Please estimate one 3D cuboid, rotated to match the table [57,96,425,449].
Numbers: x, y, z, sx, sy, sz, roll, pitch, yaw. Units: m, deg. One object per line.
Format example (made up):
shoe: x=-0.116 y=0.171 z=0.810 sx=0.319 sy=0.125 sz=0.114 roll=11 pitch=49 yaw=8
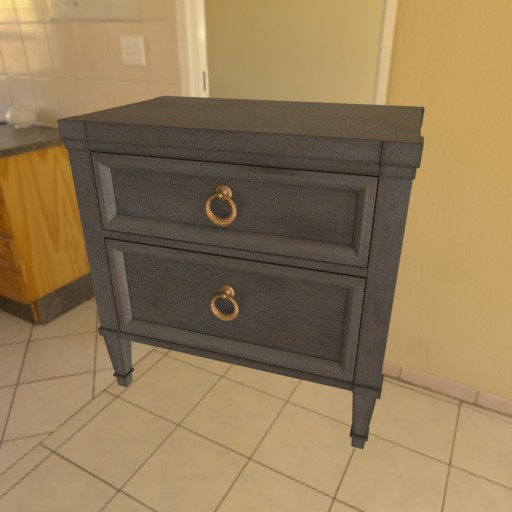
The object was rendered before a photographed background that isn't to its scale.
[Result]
table: x=0.000 y=0.000 z=1.062 sx=0.660 sy=0.660 sz=0.413 roll=8 pitch=27 yaw=17
